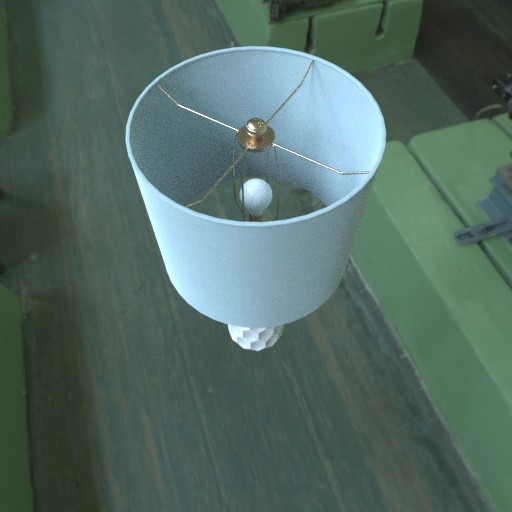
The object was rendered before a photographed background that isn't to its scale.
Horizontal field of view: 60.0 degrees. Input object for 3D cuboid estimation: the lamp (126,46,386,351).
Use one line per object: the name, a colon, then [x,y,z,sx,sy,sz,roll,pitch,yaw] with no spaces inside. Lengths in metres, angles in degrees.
lamp: [0.000,0.000,0.700,0.277,0.534,0.277,-17,59,-11]
